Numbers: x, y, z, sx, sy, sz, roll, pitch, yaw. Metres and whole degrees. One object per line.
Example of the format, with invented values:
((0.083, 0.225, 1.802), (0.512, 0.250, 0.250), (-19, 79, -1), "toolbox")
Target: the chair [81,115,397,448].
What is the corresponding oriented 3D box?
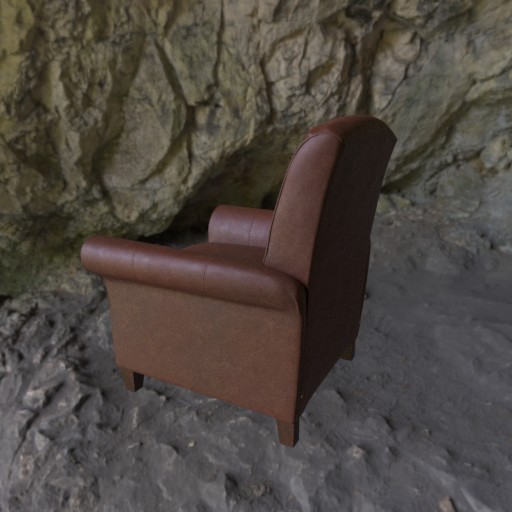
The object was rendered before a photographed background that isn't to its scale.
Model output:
((0.000, 0.000, 1.778), (0.902, 1.061, 0.978), (8, 17, 27), "chair")
